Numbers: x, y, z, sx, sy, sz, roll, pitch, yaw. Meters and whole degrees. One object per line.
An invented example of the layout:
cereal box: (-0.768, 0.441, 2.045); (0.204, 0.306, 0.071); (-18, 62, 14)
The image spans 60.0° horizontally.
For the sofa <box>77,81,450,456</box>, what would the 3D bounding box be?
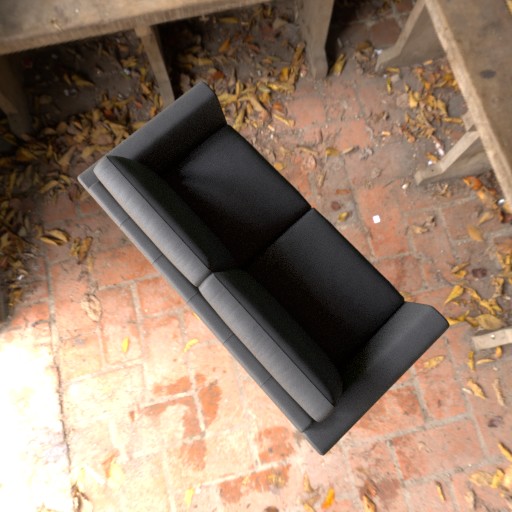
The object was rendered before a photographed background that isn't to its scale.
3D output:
sofa: (0.000, 0.000, 2.575); (0.953, 0.875, 2.017); (-42, 79, -10)
